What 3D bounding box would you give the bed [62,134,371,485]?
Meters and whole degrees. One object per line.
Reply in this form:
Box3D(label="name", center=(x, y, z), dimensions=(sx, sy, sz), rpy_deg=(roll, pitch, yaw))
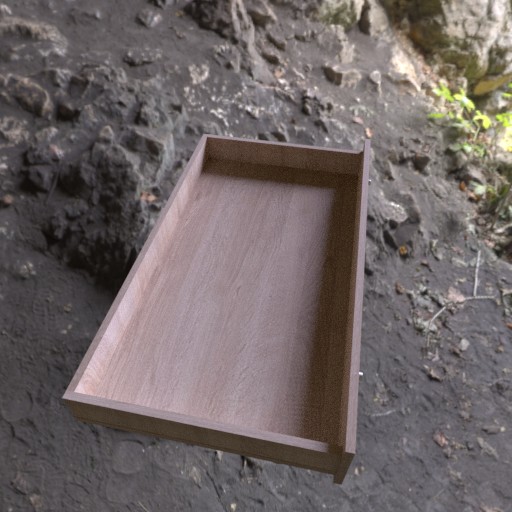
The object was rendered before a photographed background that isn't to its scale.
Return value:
Box3D(label="bed", center=(0.000, 0.000, 1.426), dimensions=(0.685, 0.209, 1.200), rpy_deg=(8, 47, 8))
